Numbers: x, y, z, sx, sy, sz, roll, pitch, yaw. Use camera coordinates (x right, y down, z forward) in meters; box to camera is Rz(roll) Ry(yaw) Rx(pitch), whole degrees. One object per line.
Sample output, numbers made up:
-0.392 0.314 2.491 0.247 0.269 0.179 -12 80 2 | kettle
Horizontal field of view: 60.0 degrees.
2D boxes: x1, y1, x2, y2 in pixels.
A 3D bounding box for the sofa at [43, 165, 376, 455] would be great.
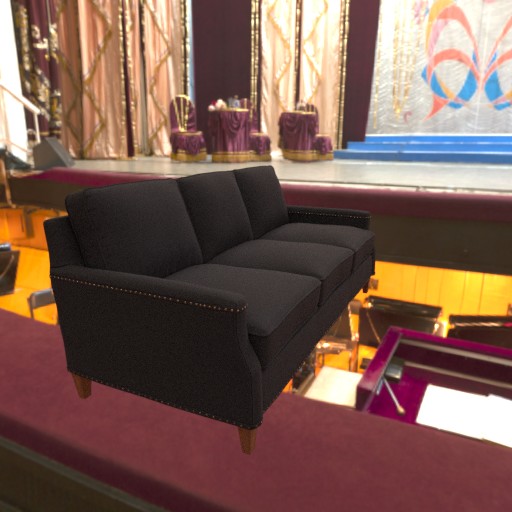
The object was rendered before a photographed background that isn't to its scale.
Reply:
0.000 0.000 2.755 1.084 1.003 2.246 7 16 25 | sofa
